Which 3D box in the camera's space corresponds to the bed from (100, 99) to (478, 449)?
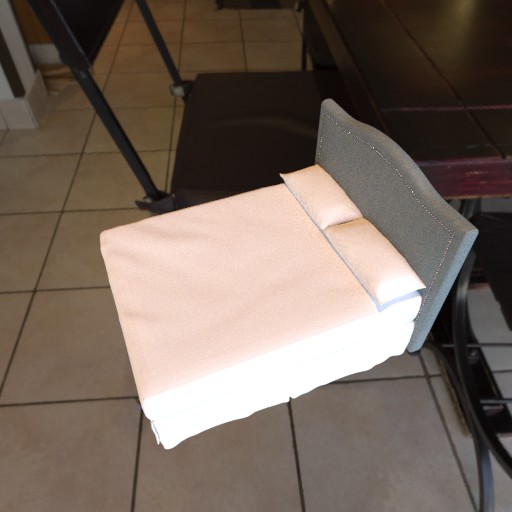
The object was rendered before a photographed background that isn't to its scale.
[{"bbox_3d":[0.000,0.000,3.316,2.143,1.460,1.753,-17,49,-16],"label":"bed"}]
